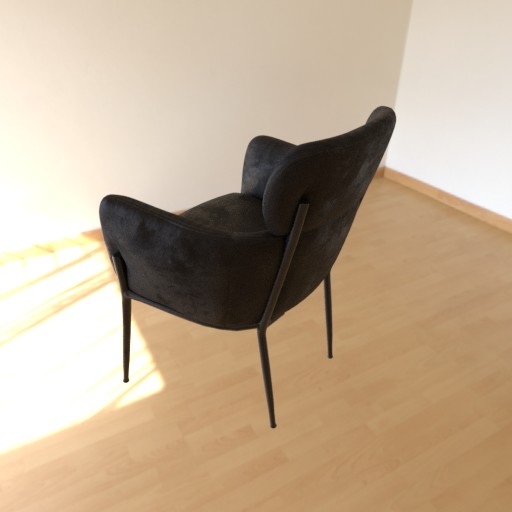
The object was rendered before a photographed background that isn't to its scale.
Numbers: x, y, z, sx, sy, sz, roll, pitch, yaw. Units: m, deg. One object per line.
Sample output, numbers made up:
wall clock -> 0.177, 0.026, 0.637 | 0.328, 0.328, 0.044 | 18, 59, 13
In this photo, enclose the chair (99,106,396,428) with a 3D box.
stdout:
chair -> 0.000, 0.000, 1.229 | 0.604, 0.818, 0.640 | 21, 37, 30
